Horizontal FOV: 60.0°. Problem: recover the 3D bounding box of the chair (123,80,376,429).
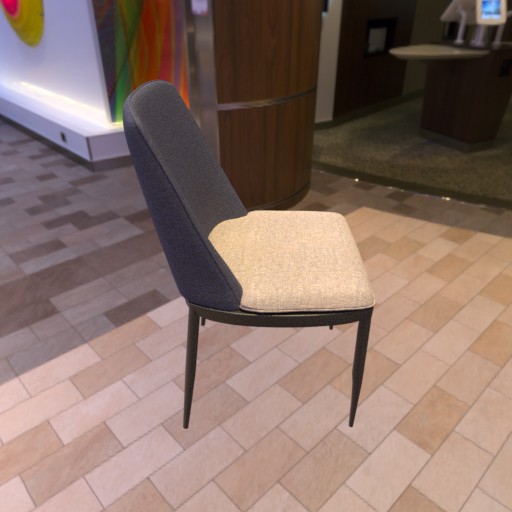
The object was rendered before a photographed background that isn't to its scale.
[{"bbox_3d":[0.000,0.000,1.172,0.551,0.839,0.480,0,31,0],"label":"chair"}]
